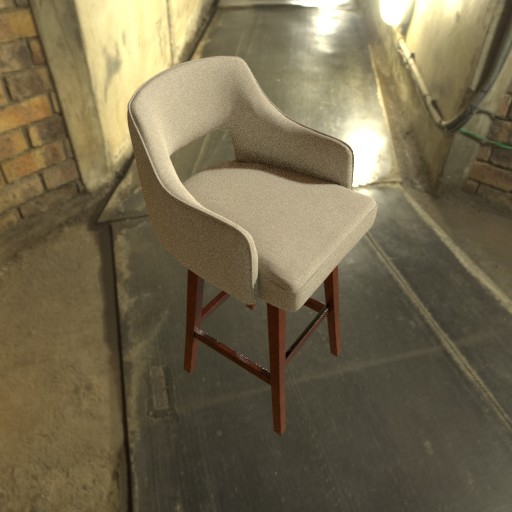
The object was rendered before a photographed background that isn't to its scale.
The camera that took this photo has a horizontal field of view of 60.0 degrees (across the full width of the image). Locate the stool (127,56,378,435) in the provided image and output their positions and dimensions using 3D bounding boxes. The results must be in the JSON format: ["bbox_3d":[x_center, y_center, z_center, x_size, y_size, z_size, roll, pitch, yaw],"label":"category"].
[{"bbox_3d":[0.000,0.000,1.381,0.560,1.041,0.550,26,47,26],"label":"stool"}]
